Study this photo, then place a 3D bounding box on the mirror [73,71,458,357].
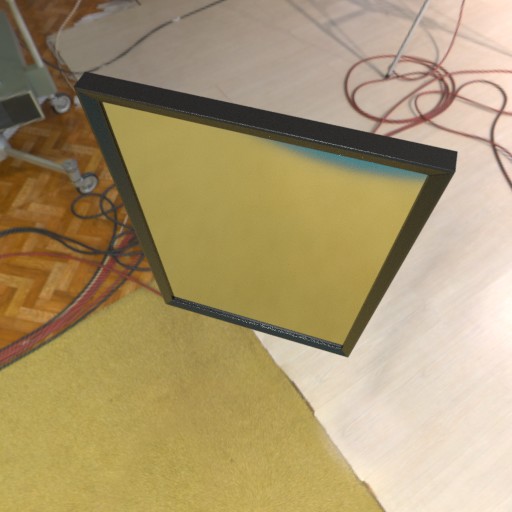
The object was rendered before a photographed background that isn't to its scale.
[{"bbox_3d":[0.000,0.000,0.877,0.507,0.710,0.039,15,61,9],"label":"mirror"}]
